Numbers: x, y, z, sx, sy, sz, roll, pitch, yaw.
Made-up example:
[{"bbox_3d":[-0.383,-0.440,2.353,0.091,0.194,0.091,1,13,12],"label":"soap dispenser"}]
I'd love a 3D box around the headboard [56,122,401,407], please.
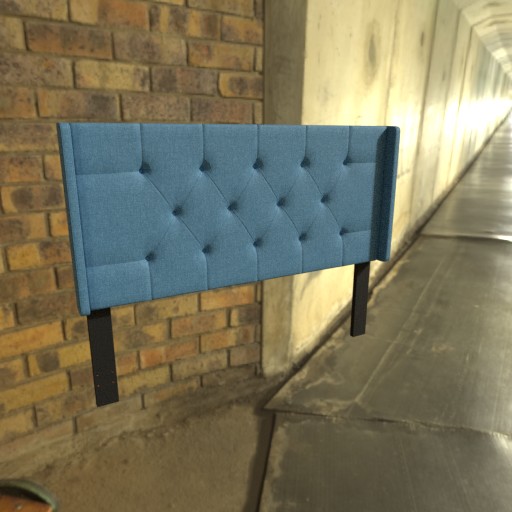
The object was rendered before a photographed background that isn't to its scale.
[{"bbox_3d":[0.000,0.000,2.680,2.051,1.524,0.184,-8,18,-28],"label":"headboard"}]
